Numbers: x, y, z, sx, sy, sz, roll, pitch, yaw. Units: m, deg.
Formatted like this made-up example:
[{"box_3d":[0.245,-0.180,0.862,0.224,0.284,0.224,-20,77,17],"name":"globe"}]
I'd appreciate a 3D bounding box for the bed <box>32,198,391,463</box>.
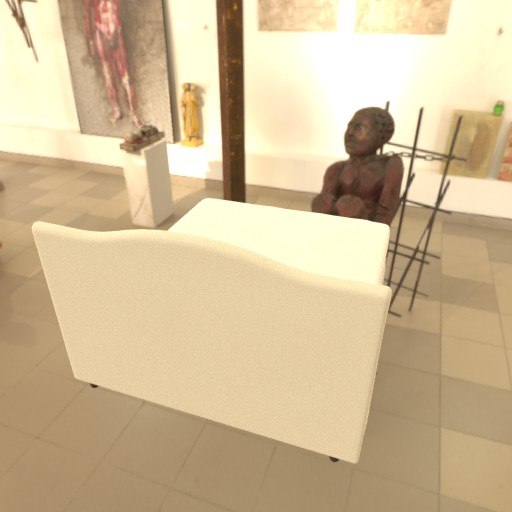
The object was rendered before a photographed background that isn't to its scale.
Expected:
[{"box_3d":[0.000,0.000,3.506,2.083,1.421,2.182,10,32,17],"name":"bed"}]
